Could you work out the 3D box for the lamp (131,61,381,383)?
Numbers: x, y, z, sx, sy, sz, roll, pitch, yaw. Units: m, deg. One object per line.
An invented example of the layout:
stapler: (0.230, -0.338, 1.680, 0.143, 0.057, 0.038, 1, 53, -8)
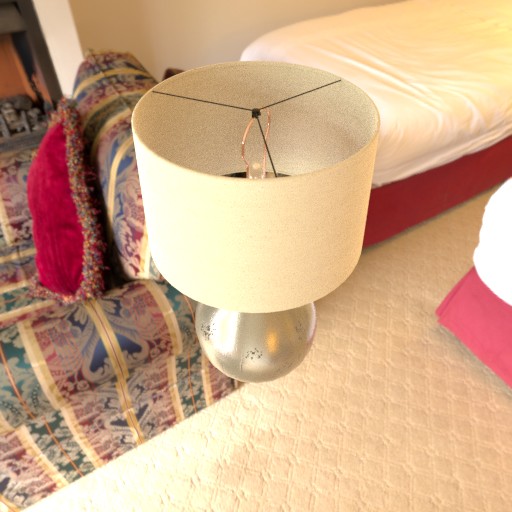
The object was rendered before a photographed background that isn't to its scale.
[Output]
lamp: (0.000, 0.000, 0.739, 0.330, 0.521, 0.330, 0, 45, 0)
